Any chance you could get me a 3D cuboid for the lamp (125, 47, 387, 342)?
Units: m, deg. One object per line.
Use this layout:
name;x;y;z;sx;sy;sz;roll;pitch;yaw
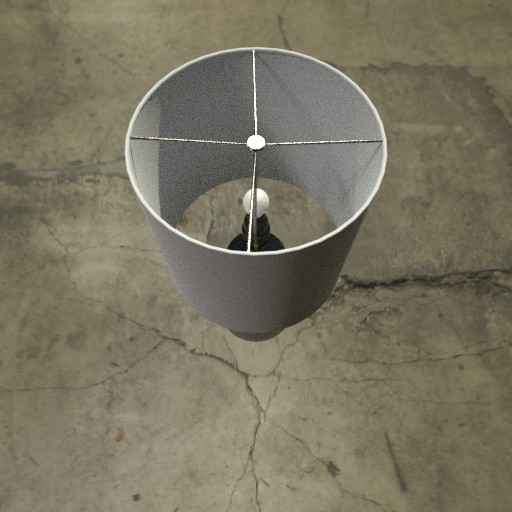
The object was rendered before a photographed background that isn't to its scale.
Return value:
lamp;0.000;0.000;0.572;0.217;0.453;0.217;1;64;0
